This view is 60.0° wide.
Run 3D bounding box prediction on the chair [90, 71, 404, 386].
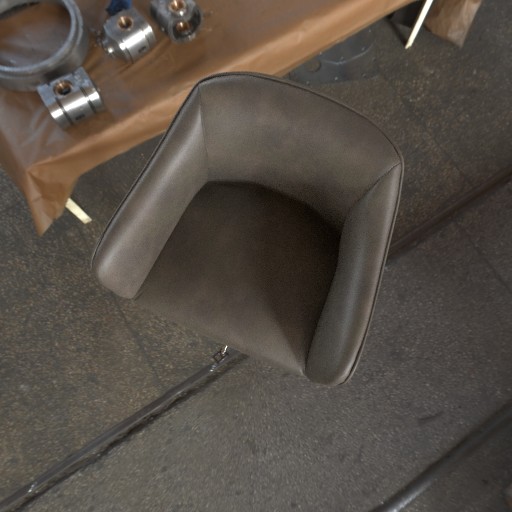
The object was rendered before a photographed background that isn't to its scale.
[{"bbox_3d":[0.000,0.000,1.342,0.713,0.827,0.689,23,77,6],"label":"chair"}]
